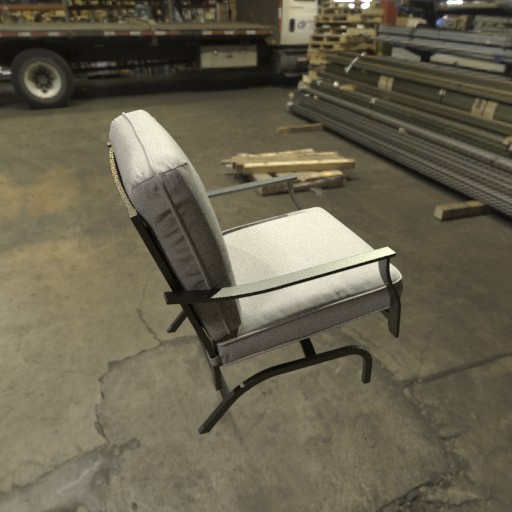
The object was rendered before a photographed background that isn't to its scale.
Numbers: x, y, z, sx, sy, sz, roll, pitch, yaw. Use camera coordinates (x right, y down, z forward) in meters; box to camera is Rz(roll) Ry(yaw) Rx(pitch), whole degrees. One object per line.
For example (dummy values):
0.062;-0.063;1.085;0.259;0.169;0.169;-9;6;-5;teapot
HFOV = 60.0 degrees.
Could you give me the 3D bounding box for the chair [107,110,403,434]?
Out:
0.000;0.000;1.422;0.787;0.860;0.650;-11;32;-18;chair
